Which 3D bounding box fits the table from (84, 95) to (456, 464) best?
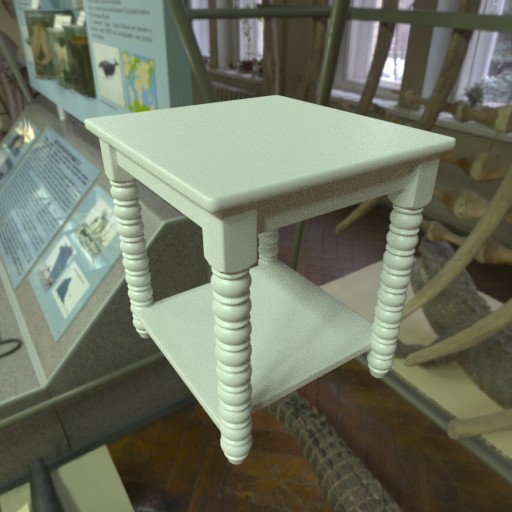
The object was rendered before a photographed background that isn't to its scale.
[{"bbox_3d":[0.000,0.000,0.985,0.500,0.563,0.533,-19,35,-30],"label":"table"}]
